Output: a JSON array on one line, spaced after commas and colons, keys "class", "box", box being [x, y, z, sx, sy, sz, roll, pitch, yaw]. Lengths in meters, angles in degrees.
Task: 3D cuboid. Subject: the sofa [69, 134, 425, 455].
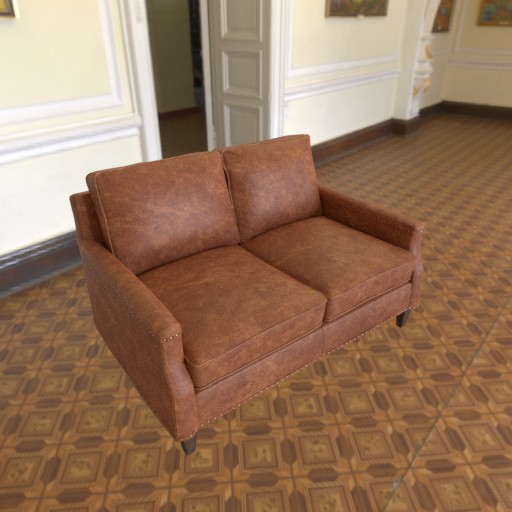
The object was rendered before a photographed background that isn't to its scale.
[{"class": "sofa", "box": [0.000, 0.000, 2.358, 1.597, 1.003, 1.084, -20, 34, -32]}]
